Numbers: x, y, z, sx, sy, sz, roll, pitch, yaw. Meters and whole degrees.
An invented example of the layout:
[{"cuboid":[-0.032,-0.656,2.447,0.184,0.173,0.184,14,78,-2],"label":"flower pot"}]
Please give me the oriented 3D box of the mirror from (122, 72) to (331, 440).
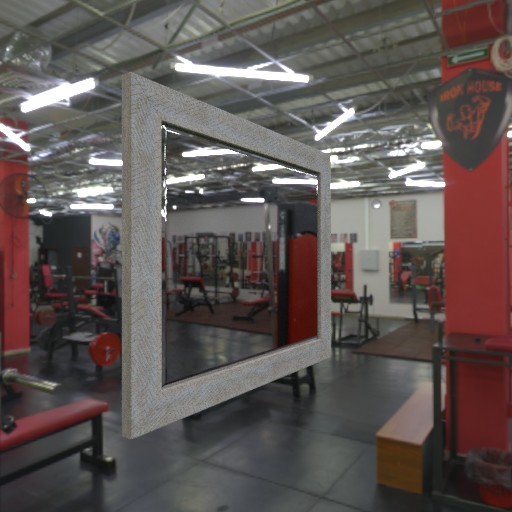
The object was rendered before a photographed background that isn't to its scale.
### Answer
[{"cuboid":[0.000,0.000,1.174,0.028,0.689,0.839,0,0,36],"label":"mirror"}]
